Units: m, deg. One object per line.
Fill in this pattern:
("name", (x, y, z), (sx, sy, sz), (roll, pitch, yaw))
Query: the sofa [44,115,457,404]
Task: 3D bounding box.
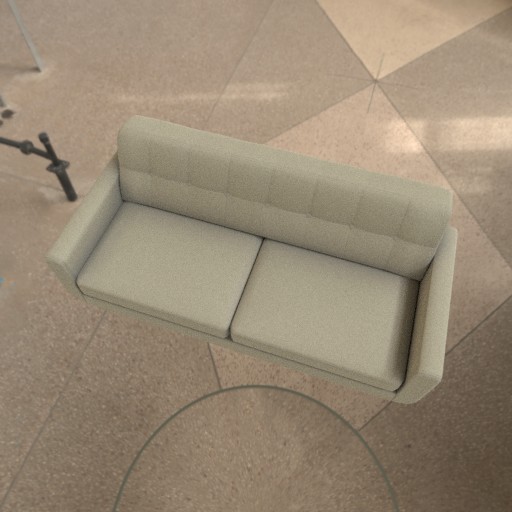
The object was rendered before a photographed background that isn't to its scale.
("sofa", (0.000, 0.000, 2.599), (2.137, 0.892, 0.980), (16, 59, 10))
